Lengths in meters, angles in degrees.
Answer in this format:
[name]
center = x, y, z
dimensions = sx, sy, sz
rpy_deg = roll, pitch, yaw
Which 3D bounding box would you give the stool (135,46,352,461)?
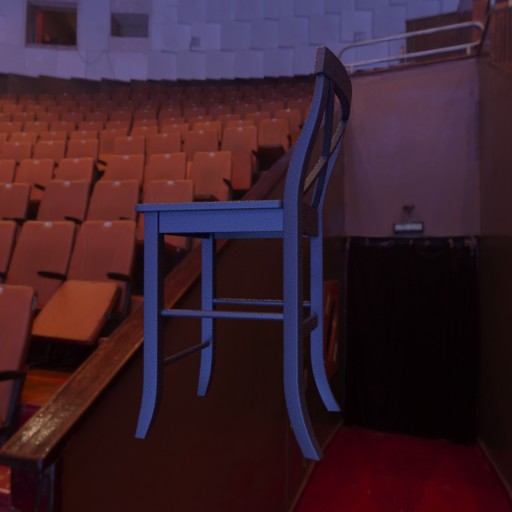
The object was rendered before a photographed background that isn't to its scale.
[stool]
center = 0.000, 0.000, 1.322
dimensions = 0.559, 0.989, 0.452
rpy_deg = 0, 0, 18
